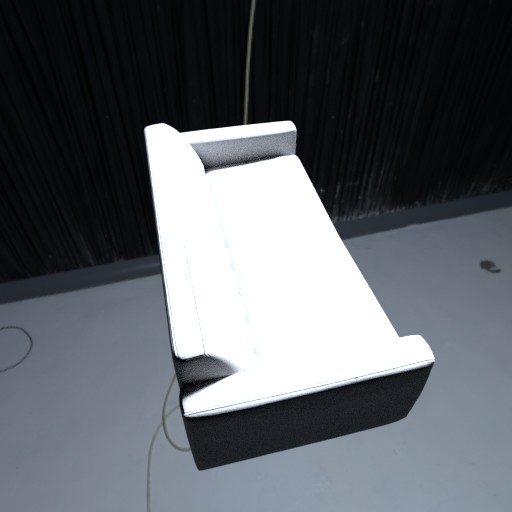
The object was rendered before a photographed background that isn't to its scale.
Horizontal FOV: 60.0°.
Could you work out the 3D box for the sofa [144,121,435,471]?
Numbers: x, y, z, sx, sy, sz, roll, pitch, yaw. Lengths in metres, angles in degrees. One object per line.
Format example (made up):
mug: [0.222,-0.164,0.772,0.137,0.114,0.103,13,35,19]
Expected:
sofa: [0.000,0.000,2.369,0.969,0.814,1.895,-10,46,-10]
